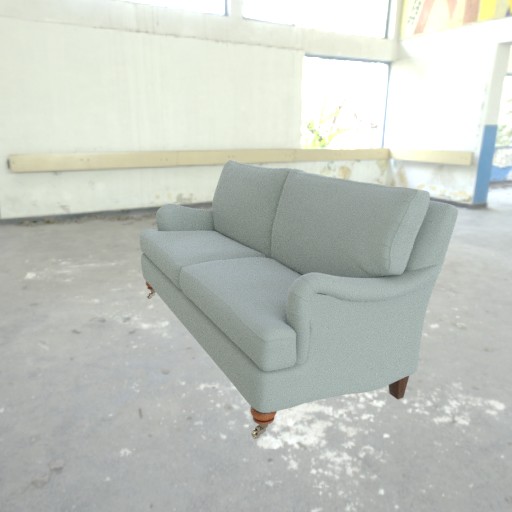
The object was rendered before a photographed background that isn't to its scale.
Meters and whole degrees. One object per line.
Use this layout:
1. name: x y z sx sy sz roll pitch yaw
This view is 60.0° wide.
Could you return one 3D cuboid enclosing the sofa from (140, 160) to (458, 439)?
1. sofa: 0.000 0.000 2.866 1.069 1.096 2.193 -8 18 -26
